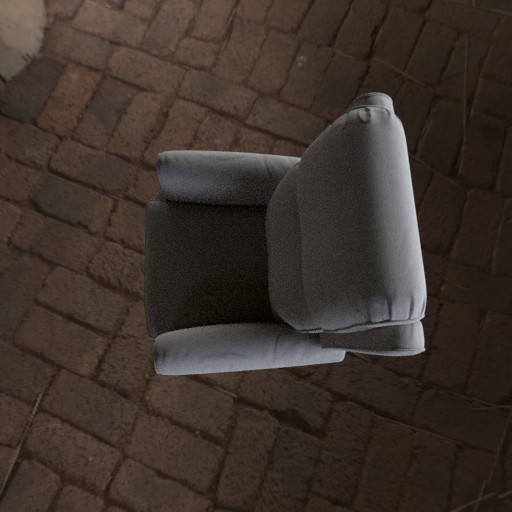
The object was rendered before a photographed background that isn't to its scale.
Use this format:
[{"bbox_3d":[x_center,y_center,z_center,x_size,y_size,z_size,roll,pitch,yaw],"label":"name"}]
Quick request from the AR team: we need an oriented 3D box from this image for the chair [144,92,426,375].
[{"bbox_3d":[0.000,0.000,1.704,0.919,1.046,0.859,-2,76,-1],"label":"chair"}]
